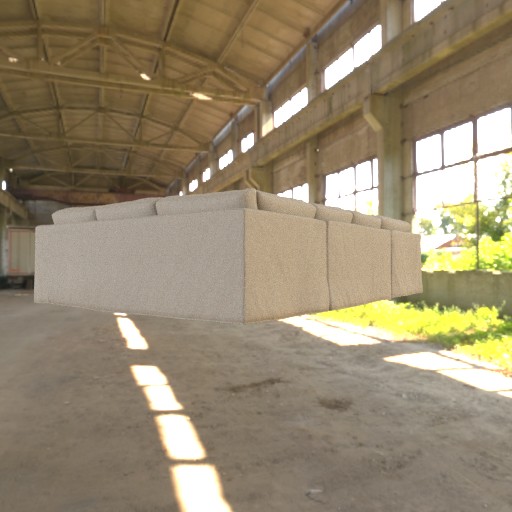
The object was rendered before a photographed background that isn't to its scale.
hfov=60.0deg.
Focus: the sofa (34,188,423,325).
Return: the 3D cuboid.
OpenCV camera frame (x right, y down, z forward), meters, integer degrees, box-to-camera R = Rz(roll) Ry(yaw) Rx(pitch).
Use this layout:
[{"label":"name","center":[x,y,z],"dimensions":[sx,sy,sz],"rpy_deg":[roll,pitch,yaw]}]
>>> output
[{"label":"sofa","center":[0.000,0.000,4.668],"dimensions":[2.476,0.878,3.528],"rpy_deg":[0,-1,37]}]
